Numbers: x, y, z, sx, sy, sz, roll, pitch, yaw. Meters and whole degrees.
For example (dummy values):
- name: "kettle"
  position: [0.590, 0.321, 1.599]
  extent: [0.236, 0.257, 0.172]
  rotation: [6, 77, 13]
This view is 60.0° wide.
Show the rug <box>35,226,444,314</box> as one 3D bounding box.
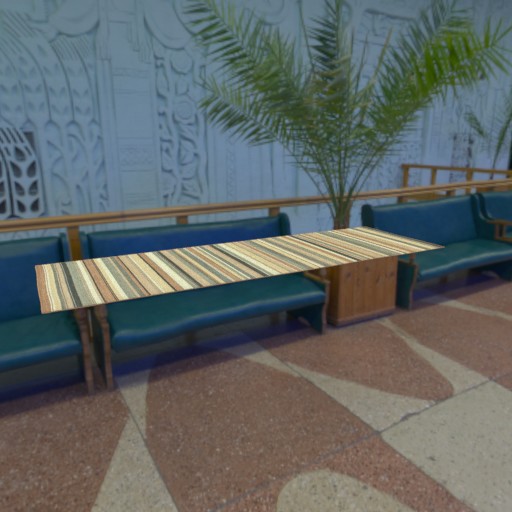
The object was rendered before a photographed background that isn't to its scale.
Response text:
- name: "rug"
  position: [0.000, 0.000, 2.742]
  extent: [2.444, 0.010, 0.799]
  rotation: [-8, 17, -27]
